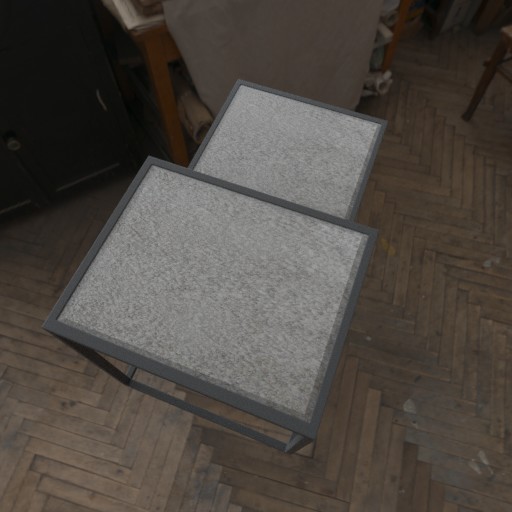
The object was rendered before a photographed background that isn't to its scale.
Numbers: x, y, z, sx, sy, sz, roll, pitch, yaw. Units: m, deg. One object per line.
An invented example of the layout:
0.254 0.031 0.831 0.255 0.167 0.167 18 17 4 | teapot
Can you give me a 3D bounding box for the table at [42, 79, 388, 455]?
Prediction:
0.000 0.000 1.147 0.508 0.540 0.788 19 65 9 | table
